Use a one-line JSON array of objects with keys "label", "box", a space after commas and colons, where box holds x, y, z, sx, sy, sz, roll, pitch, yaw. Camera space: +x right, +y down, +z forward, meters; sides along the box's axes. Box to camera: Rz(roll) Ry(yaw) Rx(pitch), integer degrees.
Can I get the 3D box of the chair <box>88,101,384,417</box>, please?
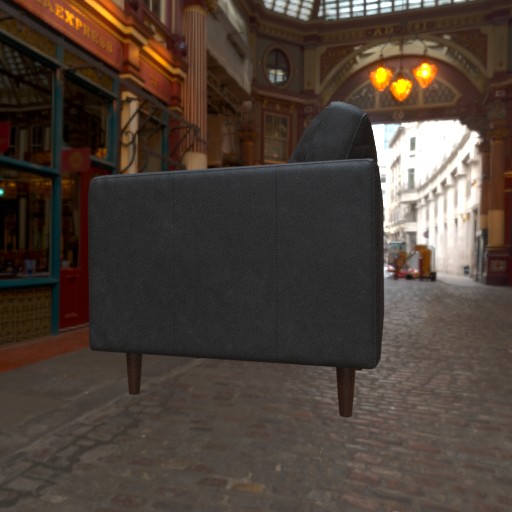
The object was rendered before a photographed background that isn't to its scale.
[{"label": "chair", "box": [0.000, 0.000, 1.593, 0.879, 0.898, 0.831, 0, 1, 17]}]
